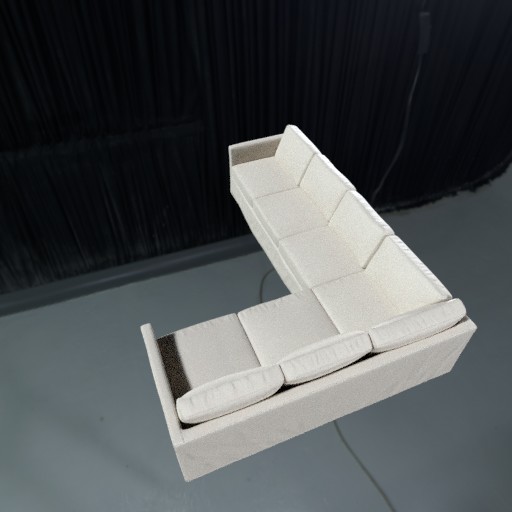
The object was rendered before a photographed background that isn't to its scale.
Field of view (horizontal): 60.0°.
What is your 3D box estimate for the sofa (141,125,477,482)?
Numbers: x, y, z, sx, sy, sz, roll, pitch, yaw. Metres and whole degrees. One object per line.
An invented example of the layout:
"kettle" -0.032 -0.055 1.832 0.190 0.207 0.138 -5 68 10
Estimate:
"sofa" 0.000 0.000 4.295 2.432 0.871 3.182 -16 48 -15
